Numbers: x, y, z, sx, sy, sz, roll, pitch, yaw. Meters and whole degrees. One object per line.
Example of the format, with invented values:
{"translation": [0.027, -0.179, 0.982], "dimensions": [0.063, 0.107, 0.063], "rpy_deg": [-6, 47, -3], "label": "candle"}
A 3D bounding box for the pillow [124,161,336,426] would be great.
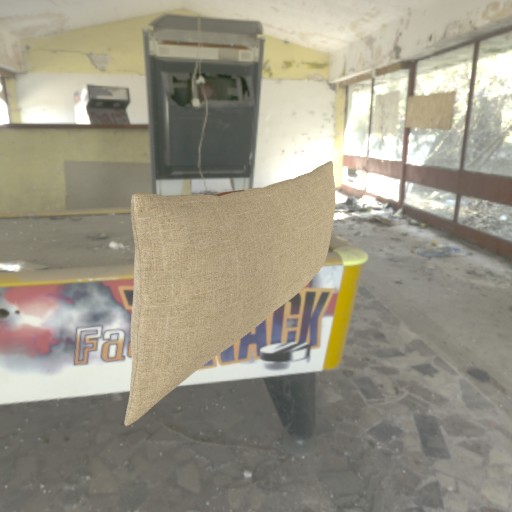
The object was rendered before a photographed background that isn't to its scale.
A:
{"translation": [0.000, 0.000, 0.741], "dimensions": [0.155, 0.282, 0.612], "rpy_deg": [8, 17, 26], "label": "pillow"}
